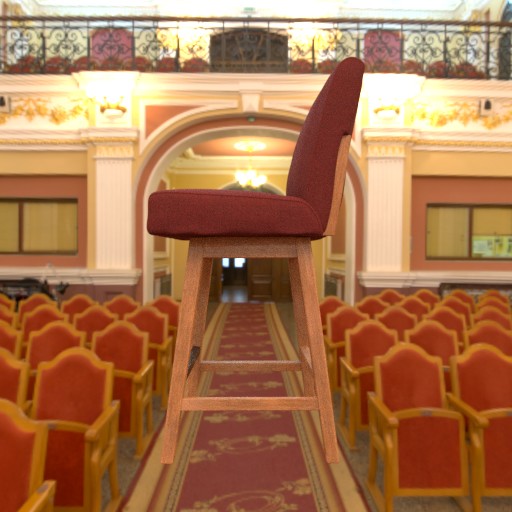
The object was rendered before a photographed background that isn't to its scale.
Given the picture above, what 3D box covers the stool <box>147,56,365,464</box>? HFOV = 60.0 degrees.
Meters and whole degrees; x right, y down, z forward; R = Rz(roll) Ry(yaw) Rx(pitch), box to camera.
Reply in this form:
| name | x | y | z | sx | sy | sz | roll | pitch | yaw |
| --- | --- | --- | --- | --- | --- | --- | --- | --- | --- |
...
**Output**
| name | x | y | z | sx | sy | sz | roll | pitch | yaw |
| --- | --- | --- | --- | --- | --- | --- | --- | --- | --- |
| stool | 0.000 | 0.000 | 1.327 | 0.562 | 1.038 | 0.468 | 0 | 0 | -1 |
